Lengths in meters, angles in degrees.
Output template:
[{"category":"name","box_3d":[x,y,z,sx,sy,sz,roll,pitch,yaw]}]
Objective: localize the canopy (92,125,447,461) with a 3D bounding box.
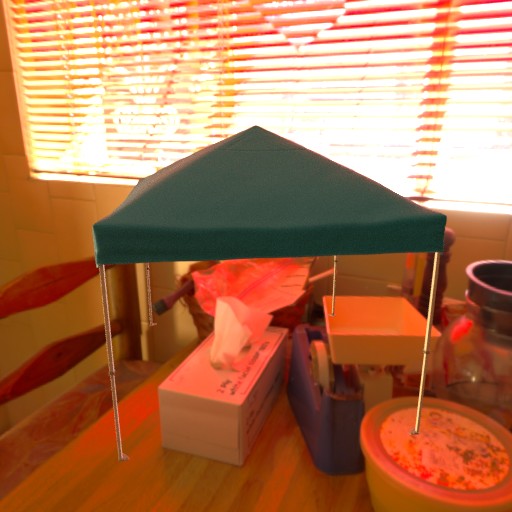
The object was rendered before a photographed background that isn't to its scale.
[{"category":"canopy","box_3d":[0.000,0.000,5.282,2.996,2.997,2.998,-2,17,-7]}]
